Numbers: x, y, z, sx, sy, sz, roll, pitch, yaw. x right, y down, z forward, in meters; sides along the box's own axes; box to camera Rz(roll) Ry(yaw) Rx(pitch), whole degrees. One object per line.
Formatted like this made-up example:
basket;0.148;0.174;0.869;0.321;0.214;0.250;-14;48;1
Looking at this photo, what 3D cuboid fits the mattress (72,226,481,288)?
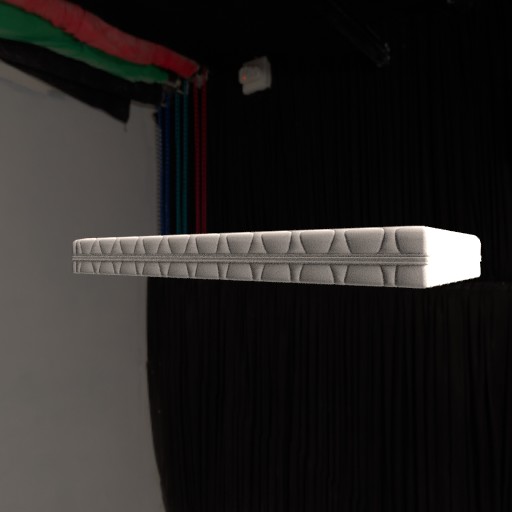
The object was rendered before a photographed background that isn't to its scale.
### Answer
mattress;0.000;0.000;2.337;2.000;0.200;0.900;0;0;36
